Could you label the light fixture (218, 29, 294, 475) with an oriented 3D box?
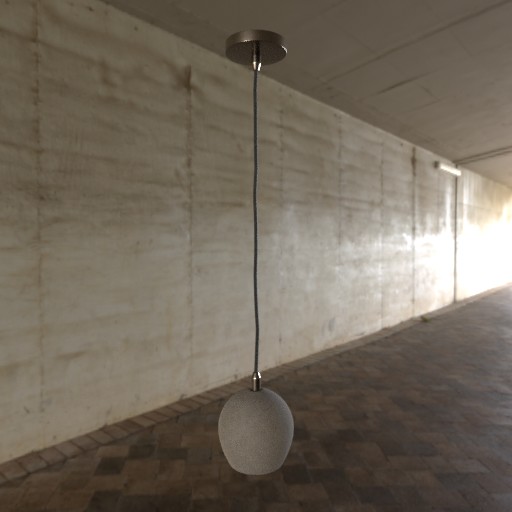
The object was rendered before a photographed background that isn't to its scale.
[{"bbox_3d":[0.000,0.000,0.811,0.139,0.764,0.139,-1,2,-17],"label":"light fixture"}]
